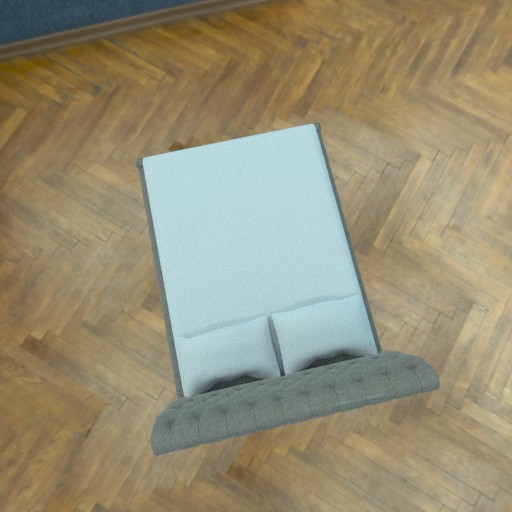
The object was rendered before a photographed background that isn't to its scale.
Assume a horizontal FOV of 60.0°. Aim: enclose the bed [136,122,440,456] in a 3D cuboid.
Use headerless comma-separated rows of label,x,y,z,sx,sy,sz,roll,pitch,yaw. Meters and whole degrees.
bed,0.000,0.000,3.340,1.645,1.371,2.252,-12,78,-3
